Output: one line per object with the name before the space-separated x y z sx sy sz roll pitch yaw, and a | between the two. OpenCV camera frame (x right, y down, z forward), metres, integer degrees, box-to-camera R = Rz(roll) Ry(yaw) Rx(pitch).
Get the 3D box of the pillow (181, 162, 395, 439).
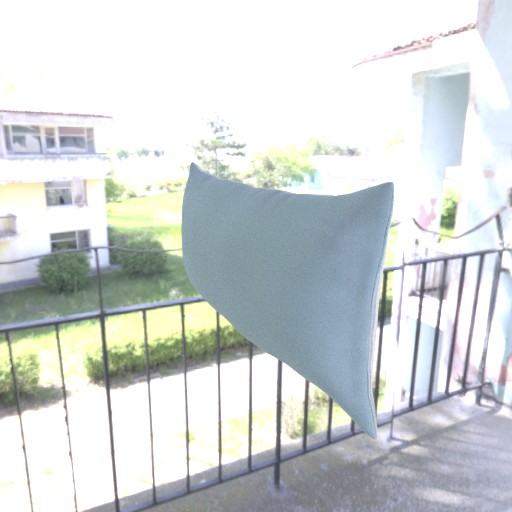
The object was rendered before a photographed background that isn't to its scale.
pillow | 0.000 0.000 0.726 0.151 0.287 0.610 -7 16 -25
